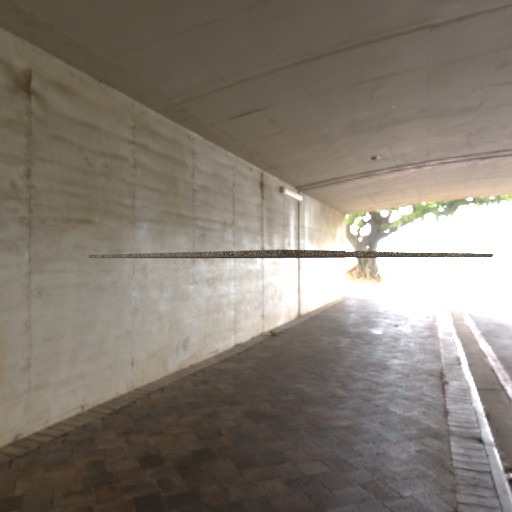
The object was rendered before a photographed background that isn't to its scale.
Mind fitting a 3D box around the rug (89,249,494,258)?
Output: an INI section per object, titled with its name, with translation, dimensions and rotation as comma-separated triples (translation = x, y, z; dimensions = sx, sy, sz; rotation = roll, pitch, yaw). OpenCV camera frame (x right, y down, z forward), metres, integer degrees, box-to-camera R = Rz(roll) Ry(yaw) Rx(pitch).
[rug]
translation = 0.000, 0.000, 2.913
dimensions = 1.502, 0.025, 2.350
rotation = 0, -1, -36
